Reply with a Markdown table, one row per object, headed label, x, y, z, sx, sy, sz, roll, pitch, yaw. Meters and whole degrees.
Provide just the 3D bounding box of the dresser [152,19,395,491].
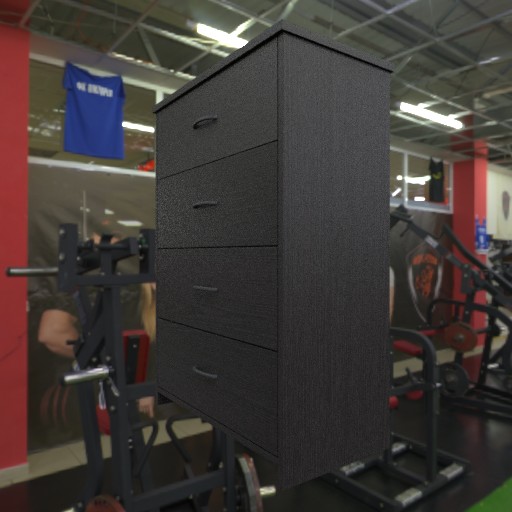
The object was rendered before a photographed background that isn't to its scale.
| label | x | y | z | sx | sy | sz | roll | pitch | yaw |
| --- | --- | --- | --- | --- | --- | --- | --- | --- | --- |
| dresser | 0.000 | 0.000 | 1.346 | 0.399 | 1.020 | 0.704 | 0 | 0 | -36 |
